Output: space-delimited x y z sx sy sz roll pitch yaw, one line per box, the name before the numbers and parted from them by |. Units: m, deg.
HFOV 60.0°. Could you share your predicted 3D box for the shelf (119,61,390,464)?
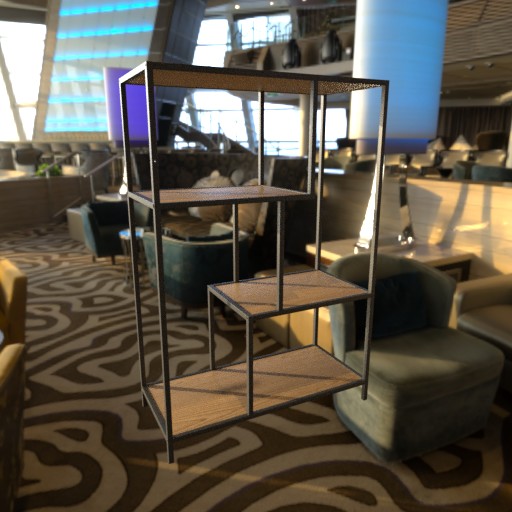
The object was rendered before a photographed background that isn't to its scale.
shelf | 0.000 0.000 1.526 0.770 1.138 0.350 -7 16 -26
